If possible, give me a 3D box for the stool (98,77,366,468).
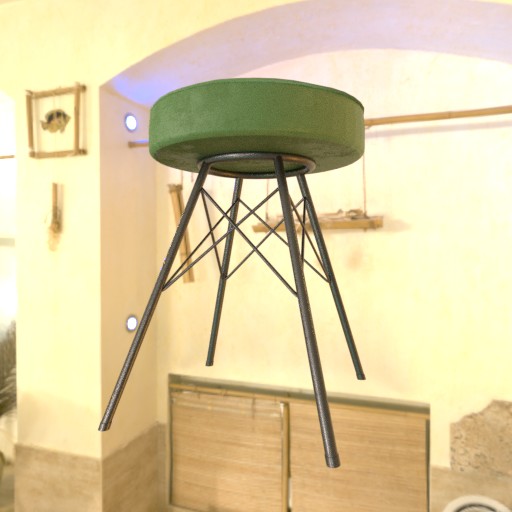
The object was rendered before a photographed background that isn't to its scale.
[{"bbox_3d":[0.000,0.000,0.904,0.430,0.595,0.457,0,1,19],"label":"stool"}]
